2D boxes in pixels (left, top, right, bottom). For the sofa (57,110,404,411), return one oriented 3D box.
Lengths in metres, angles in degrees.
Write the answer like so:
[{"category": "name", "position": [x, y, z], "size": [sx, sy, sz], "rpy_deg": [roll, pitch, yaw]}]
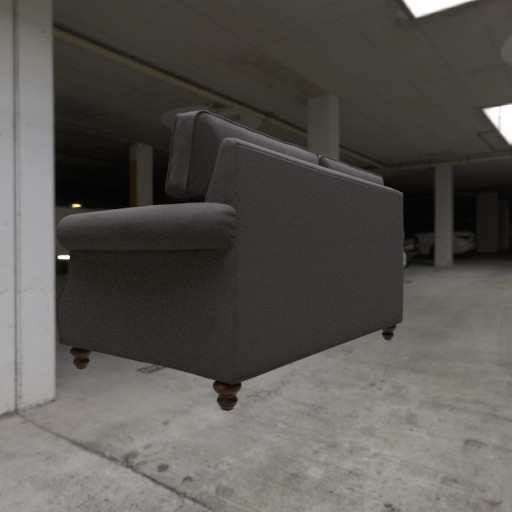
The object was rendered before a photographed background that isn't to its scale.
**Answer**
[{"category": "sofa", "position": [0.000, 0.000, 2.152], "size": [0.964, 0.937, 1.665], "rpy_deg": [0, 1, 37]}]
